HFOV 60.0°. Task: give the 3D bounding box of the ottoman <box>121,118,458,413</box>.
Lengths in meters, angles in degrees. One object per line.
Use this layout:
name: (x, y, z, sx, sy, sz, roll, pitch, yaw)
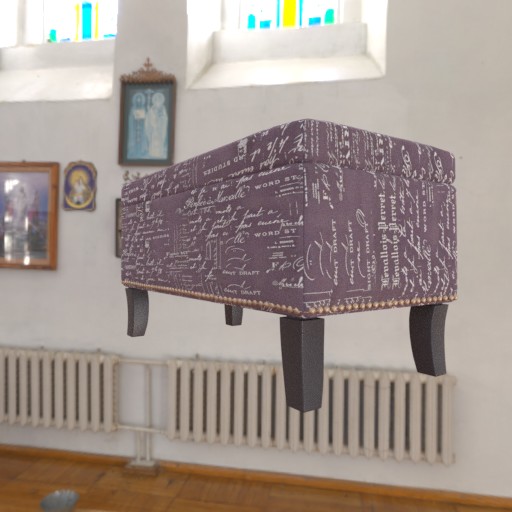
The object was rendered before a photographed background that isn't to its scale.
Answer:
ottoman: (0.000, 0.000, 1.069, 0.406, 0.457, 0.813, 0, 0, -35)
